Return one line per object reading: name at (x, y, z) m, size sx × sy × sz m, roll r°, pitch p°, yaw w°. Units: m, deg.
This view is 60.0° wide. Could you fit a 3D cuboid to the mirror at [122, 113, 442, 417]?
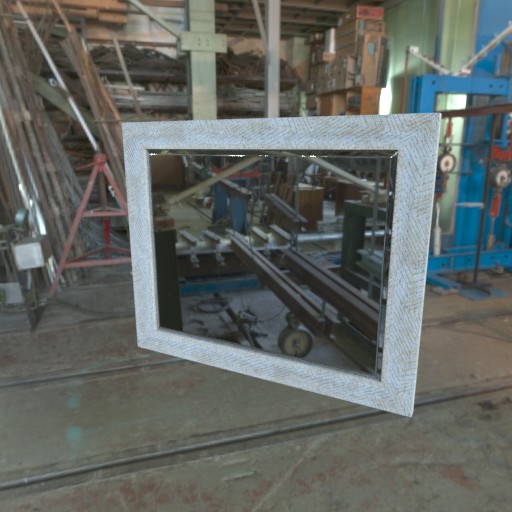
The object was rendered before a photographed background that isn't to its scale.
mirror at (0.000, 0.000, 1.160) m, size 0.839 × 0.689 × 0.028 m, roll 7°, pitch 16°, yaw 26°
